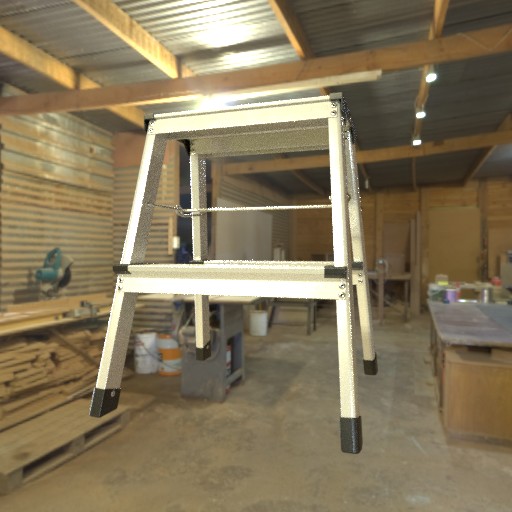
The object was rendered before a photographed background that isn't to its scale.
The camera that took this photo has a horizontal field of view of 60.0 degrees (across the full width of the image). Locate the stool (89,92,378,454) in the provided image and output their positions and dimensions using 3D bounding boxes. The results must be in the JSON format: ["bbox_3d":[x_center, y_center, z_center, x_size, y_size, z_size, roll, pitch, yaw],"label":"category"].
[{"bbox_3d":[0.000,0.000,0.793,0.404,0.480,0.405,0,1,18],"label":"stool"}]
